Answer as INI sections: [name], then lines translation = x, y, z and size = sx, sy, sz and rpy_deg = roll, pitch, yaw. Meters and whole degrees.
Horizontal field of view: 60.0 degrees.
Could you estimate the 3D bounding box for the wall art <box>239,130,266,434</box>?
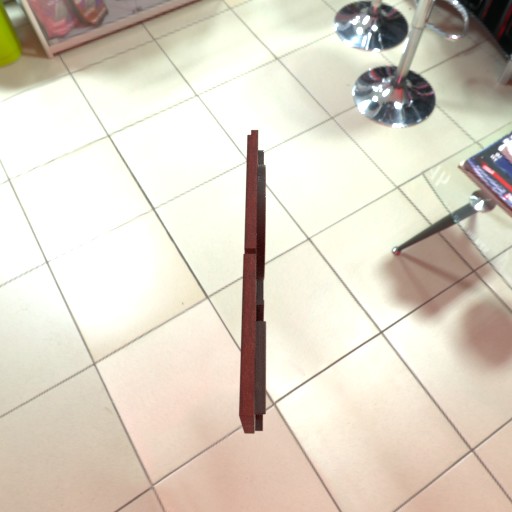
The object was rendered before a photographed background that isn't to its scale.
[wall art]
translation = 0.000, 0.000, 0.852
size = 0.030, 0.497, 0.635
rpy_deg = 1, 64, 0
